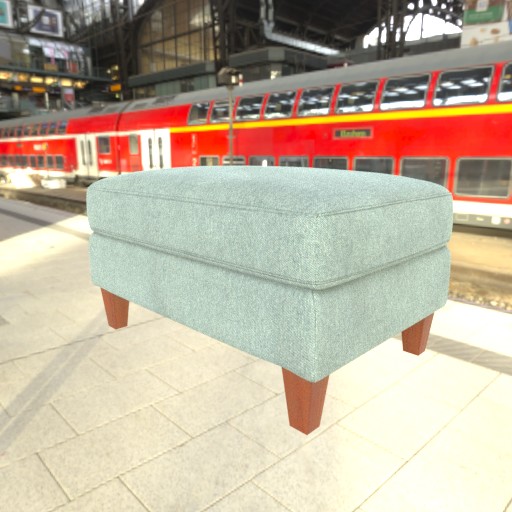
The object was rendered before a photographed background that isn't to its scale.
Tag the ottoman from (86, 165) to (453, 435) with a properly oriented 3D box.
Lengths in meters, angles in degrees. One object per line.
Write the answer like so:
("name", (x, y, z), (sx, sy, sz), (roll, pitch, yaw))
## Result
("ottoman", (0.000, 0.000, 1.219), (0.864, 0.483, 0.584), (13, 18, 43))
